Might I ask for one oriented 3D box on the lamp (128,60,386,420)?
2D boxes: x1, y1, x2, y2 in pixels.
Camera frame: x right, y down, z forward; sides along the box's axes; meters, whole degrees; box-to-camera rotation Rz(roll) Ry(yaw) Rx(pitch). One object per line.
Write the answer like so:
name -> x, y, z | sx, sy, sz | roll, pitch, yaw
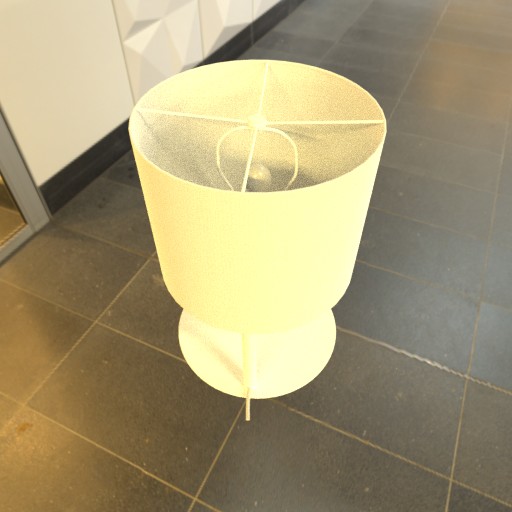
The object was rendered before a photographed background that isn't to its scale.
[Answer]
lamp -> 0.000, 0.000, 0.677 | 0.299, 0.454, 0.341 | 4, 47, 4
